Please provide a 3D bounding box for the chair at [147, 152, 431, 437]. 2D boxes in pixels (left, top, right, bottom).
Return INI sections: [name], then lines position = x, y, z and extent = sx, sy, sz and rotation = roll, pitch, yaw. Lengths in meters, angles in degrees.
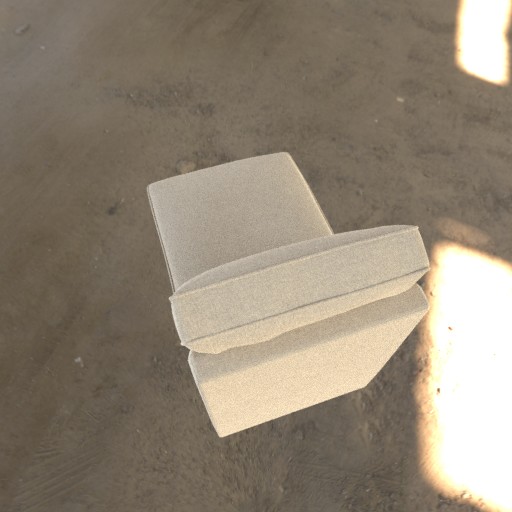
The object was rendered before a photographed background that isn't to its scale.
[chair]
position = 0.000, 0.000, 1.549
extent = 0.621, 0.970, 0.938
rotation = -16, 60, -10
